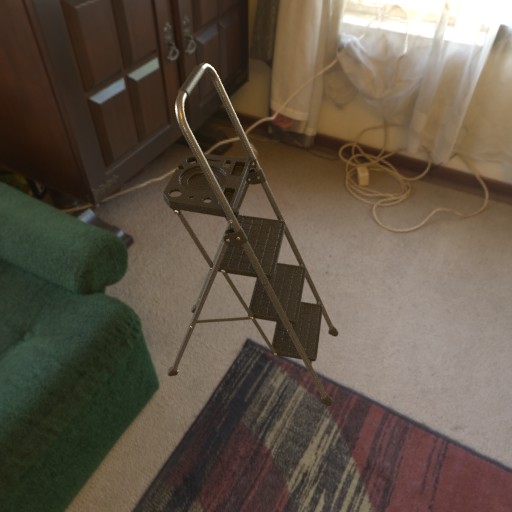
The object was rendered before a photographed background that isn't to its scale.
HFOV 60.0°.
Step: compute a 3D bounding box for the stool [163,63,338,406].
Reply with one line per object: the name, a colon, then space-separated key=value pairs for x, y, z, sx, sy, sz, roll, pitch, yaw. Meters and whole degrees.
stool: x=0.000 y=0.000 z=1.592 sx=0.733 sy=1.277 sz=0.396 roll=8 pitch=47 yaw=8
